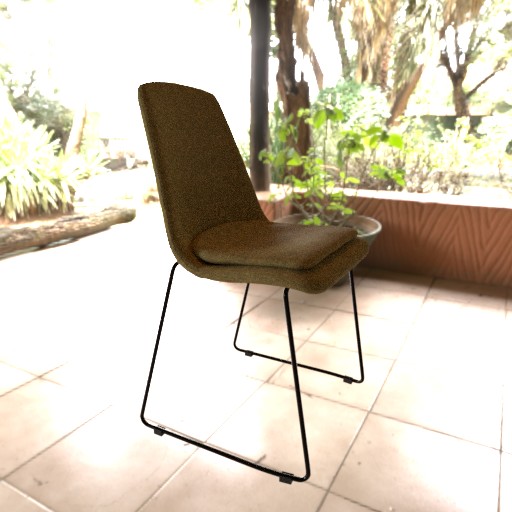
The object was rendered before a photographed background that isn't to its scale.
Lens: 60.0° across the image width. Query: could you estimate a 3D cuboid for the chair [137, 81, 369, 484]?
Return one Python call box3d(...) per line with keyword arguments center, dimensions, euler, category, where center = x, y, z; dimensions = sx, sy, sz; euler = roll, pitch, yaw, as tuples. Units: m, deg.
box3d(center=(0.000, 0.000, 1.129), dimensions=(0.496, 0.849, 0.479), euler=(8, 17, 27), category="chair")
